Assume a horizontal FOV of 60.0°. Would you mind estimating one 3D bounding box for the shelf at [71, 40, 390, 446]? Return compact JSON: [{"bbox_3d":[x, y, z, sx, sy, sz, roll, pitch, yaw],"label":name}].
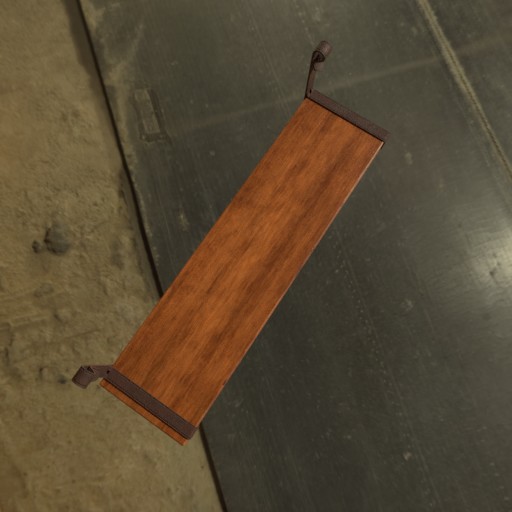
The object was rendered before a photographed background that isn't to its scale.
[{"bbox_3d":[0.000,0.000,0.694,0.146,0.330,0.567,33,79,8],"label":"shelf"}]
